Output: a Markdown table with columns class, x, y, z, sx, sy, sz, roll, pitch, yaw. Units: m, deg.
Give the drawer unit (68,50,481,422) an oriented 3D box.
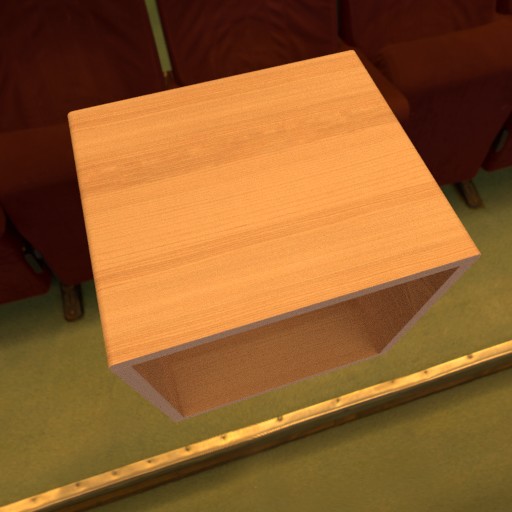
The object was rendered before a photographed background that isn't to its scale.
| class | x | y | z | sx | sy | sz | roll | pitch | yaw |
| --- | --- | --- | --- | --- | --- | --- | --- | --- | --- |
| drawer unit | 0.000 | 0.000 | 0.596 | 0.344 | 0.344 | 0.290 | -16 | 64 | -8 |
